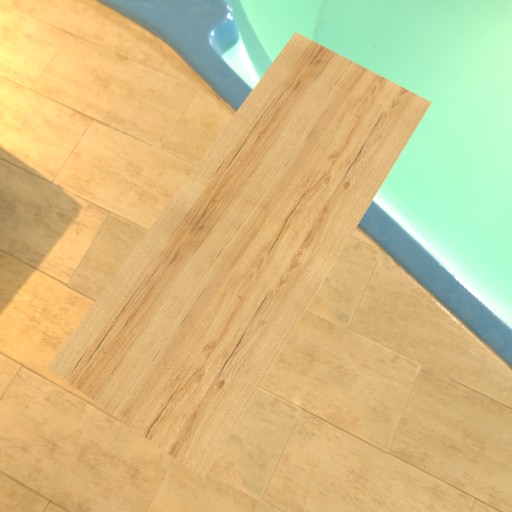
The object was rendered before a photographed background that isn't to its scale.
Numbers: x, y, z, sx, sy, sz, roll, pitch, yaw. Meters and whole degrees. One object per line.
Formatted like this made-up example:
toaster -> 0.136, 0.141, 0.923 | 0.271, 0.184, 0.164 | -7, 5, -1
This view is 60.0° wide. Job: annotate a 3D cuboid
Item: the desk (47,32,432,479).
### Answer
desk -> 0.000, 0.000, 1.774 | 0.550, 0.760, 1.400 | 31, 77, 8
